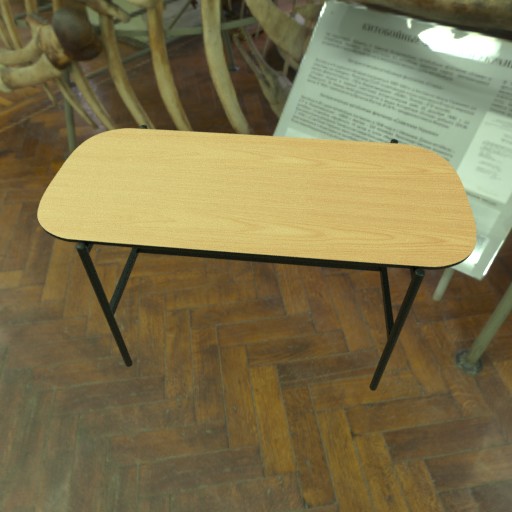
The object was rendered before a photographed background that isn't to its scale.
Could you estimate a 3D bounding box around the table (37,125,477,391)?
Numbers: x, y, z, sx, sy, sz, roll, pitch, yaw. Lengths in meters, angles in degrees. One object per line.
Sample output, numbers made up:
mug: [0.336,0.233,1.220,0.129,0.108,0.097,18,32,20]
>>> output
table: [0.000,0.000,1.006,0.800,0.400,0.400,4,47,4]
